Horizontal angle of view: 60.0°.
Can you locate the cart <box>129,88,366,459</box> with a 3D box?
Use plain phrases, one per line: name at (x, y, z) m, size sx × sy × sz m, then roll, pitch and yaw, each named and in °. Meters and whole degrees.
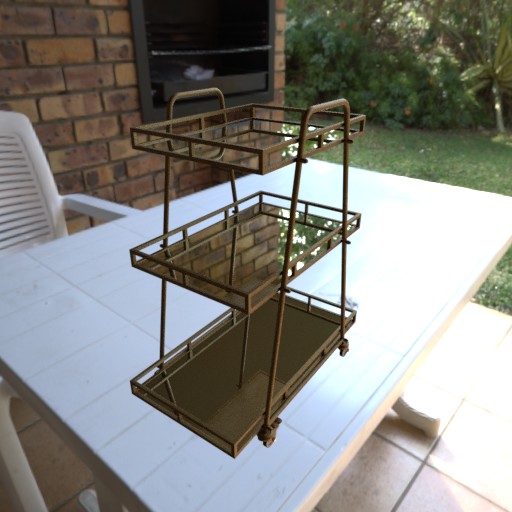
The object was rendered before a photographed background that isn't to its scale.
cart at (0.000, 0.000, 1.288) m, size 0.441 × 0.883 × 0.711 m, roll 18°, pitch 32°, yaw 31°
